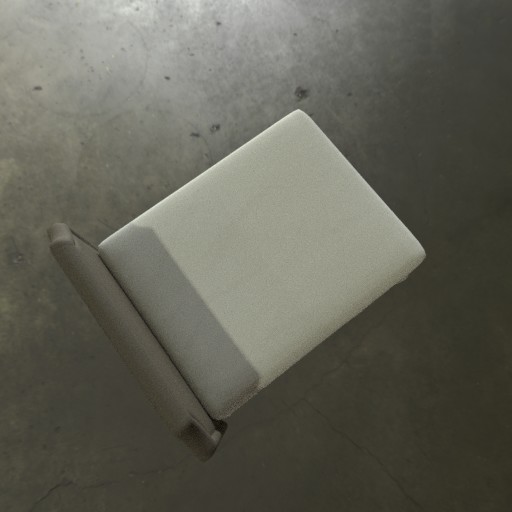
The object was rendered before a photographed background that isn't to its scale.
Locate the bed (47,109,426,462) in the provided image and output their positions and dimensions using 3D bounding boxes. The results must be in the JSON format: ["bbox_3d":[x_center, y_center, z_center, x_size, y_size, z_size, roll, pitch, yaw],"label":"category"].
[{"bbox_3d":[0.000,0.000,3.356,2.181,1.297,1.831,-36,79,-8],"label":"bed"}]
